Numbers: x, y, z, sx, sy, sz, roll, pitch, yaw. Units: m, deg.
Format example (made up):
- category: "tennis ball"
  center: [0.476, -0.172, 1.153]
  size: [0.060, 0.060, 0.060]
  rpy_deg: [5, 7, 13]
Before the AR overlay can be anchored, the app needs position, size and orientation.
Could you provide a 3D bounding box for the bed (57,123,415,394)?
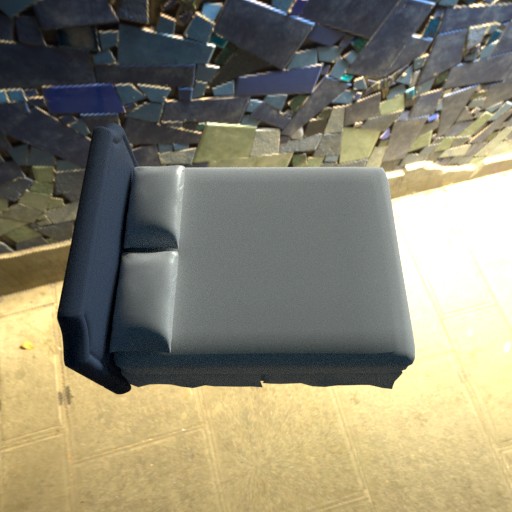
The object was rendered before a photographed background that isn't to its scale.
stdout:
- category: "bed"
  center: [0.000, 0.000, 3.336]
  size: [2.260, 1.297, 1.831]
  rpy_deg: [0, 65, 0]
